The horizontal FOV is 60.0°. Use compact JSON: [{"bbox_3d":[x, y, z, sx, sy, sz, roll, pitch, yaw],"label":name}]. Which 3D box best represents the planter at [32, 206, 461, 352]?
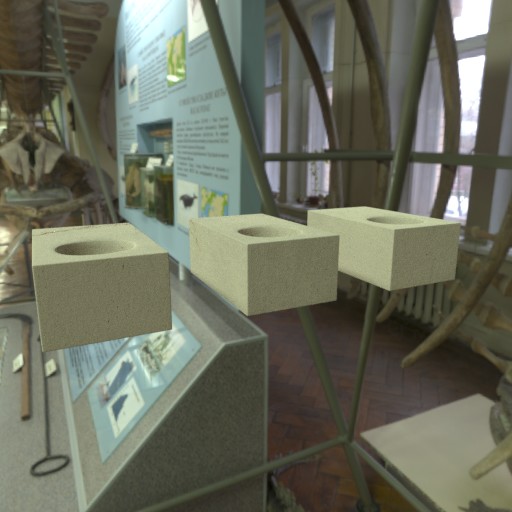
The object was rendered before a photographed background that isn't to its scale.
[{"bbox_3d":[0.000,0.000,0.373,0.333,0.051,0.127,-7,15,-25],"label":"planter"}]
